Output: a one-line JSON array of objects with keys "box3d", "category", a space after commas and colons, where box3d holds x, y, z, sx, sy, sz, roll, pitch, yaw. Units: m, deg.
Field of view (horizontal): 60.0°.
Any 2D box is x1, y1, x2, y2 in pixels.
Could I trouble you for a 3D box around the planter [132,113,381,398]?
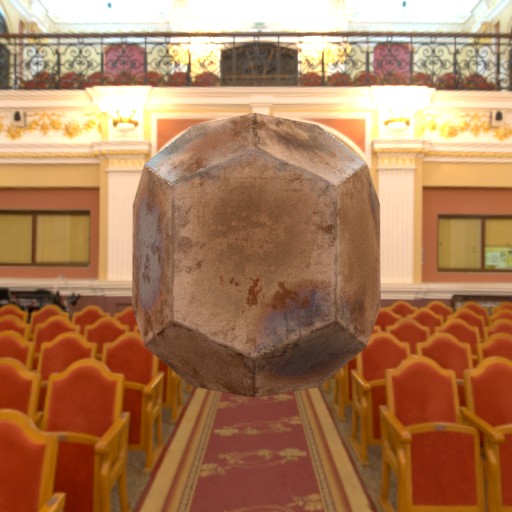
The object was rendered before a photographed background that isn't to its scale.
[{"box3d": [0.000, 0.000, 0.435, 0.243, 0.238, 0.221, 0, -1, 1], "category": "planter"}]
